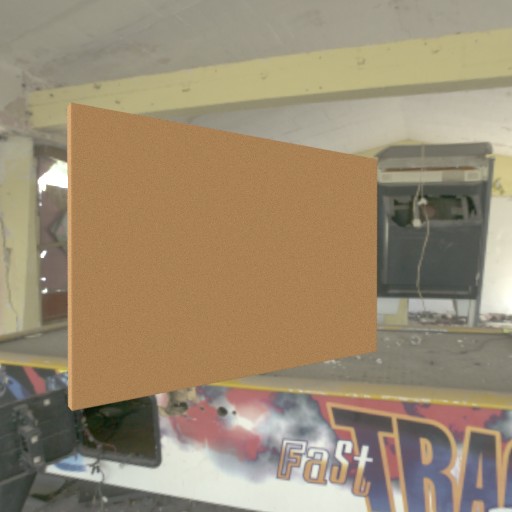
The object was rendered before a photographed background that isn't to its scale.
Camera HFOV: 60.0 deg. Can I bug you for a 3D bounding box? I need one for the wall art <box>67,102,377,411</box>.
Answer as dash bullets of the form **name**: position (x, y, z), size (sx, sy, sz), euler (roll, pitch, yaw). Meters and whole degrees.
- **wall art**: position (0.000, 0.000, 1.152), size (0.915, 0.608, 0.033), euler (0, 1, -35)
